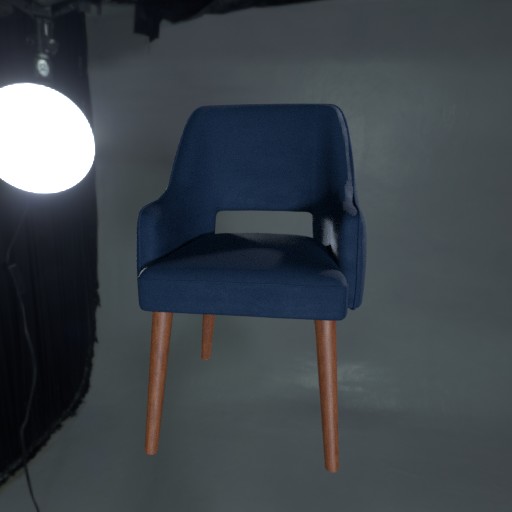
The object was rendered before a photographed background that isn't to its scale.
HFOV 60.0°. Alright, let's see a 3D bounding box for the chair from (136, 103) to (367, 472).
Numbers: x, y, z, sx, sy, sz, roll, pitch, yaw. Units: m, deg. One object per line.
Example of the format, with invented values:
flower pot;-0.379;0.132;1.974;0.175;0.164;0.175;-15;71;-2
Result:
chair;0.000;0.000;1.206;0.559;0.844;0.591;2;13;8
